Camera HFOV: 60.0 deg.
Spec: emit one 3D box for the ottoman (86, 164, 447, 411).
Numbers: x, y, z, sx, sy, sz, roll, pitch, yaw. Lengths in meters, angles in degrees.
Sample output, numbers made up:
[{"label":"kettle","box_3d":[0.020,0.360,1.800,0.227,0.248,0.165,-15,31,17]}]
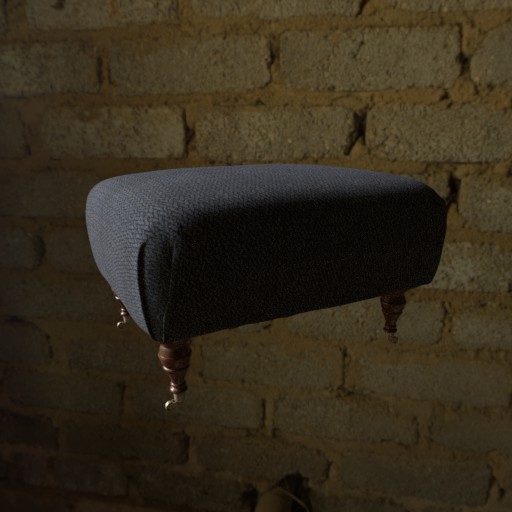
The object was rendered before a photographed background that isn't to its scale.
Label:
[{"label":"ottoman","box_3d":[0.000,0.000,1.133,0.747,0.450,0.622,-8,17,-28]}]
